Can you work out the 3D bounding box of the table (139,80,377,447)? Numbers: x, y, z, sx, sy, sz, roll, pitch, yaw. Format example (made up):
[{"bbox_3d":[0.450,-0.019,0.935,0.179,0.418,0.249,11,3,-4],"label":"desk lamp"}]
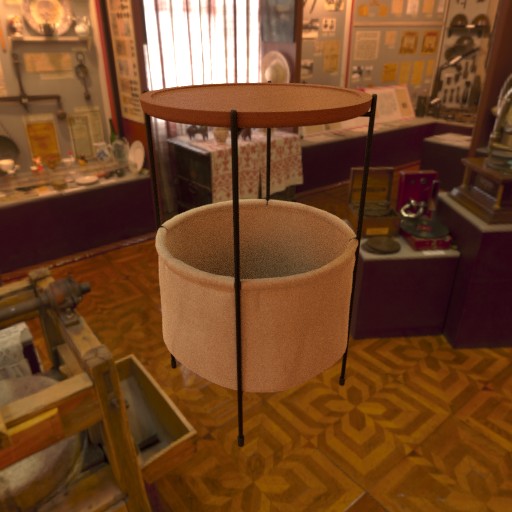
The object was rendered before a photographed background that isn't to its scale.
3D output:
[{"bbox_3d":[0.000,0.000,0.893,0.393,0.623,0.393,-19,32,-32],"label":"table"}]
